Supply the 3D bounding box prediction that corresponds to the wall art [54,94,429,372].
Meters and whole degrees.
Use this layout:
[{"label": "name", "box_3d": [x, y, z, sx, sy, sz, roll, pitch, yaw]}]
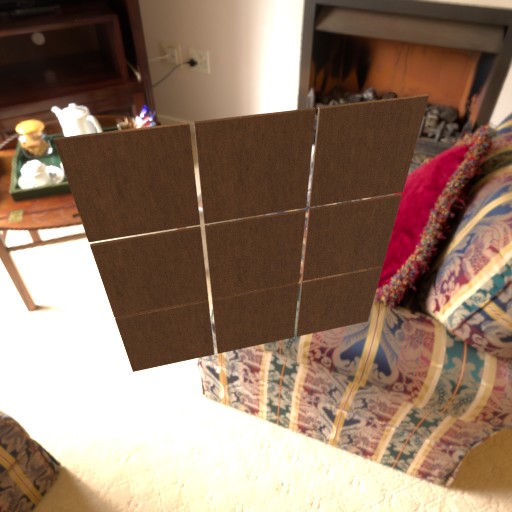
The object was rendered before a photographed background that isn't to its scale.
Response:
[{"label": "wall art", "box_3d": [0.000, 0.000, 1.813, 1.215, 1.213, 0.013, -10, 44, -11]}]
